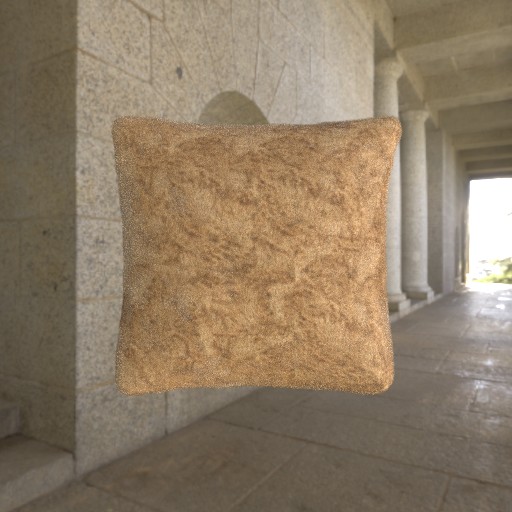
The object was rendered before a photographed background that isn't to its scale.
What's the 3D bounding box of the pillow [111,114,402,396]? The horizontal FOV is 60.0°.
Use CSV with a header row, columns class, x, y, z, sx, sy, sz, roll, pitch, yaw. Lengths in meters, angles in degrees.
class,x,y,z,sx,sy,sz,roll,pitch,yaw
pillow,0.000,0.000,0.798,0.538,0.525,0.216,0,0,1
